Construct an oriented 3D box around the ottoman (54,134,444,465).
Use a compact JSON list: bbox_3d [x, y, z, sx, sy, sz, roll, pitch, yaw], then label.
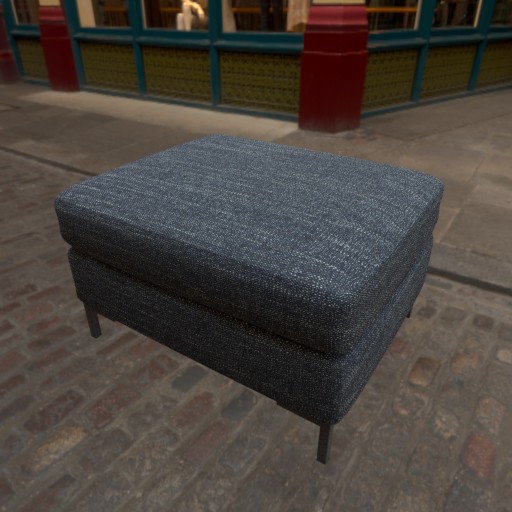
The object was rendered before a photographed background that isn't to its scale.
[{"bbox_3d":[0.000,0.000,1.227,0.814,0.491,0.667,18,35,28],"label":"ottoman"}]
